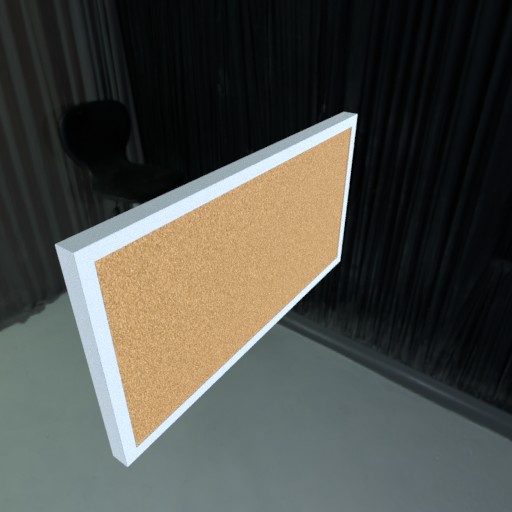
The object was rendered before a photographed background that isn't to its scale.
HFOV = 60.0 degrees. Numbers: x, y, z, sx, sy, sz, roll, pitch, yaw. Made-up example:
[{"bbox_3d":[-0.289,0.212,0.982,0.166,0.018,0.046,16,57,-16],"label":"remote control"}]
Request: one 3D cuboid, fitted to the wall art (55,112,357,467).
[{"bbox_3d":[0.000,0.000,0.938,0.038,0.431,0.812,21,37,30],"label":"wall art"}]
